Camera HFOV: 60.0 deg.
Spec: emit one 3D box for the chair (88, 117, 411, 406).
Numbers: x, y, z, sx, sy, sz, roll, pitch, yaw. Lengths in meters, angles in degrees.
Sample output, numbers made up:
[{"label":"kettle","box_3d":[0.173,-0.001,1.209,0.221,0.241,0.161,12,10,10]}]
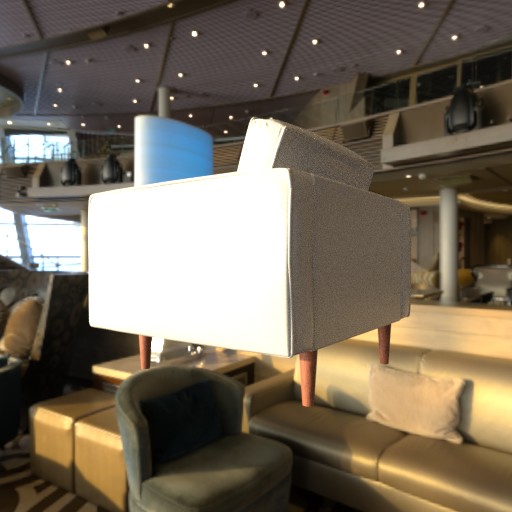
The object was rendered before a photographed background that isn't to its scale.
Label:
[{"label":"chair","box_3d":[0.000,0.000,1.592,0.843,0.773,0.928,0,0,36]}]
